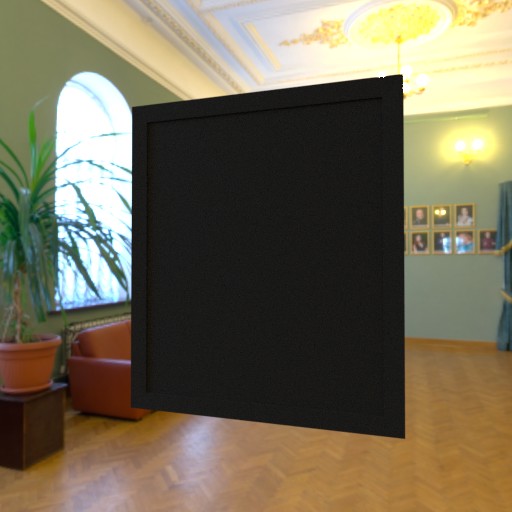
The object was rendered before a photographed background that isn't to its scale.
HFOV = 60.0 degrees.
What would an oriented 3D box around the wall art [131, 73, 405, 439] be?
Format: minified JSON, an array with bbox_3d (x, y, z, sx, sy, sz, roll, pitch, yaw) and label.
[{"bbox_3d":[0.000,0.000,0.490,0.311,0.361,0.010,0,-1,18],"label":"wall art"}]
